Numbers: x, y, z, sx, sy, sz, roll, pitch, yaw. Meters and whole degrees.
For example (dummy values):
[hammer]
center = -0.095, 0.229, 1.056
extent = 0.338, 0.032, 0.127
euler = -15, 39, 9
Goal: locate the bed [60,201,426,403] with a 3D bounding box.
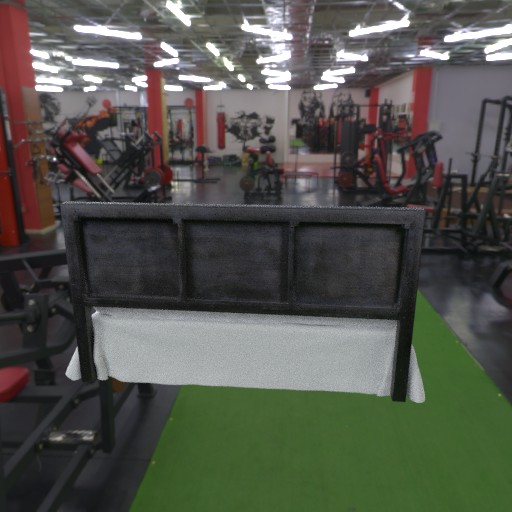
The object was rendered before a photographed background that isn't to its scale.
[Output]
[bed]
center = 0.000, 0.000, 3.585
extent = 2.255, 1.158, 2.165
euler = 2, 16, 6
